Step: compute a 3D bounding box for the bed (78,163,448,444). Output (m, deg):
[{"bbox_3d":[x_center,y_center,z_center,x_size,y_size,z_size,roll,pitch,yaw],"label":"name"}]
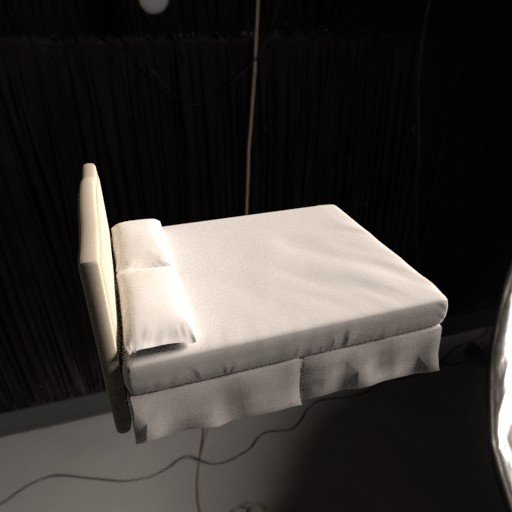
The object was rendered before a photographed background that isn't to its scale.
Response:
[{"bbox_3d":[0.000,0.000,3.611,2.477,1.437,1.977,-9,31,-16],"label":"bed"}]
